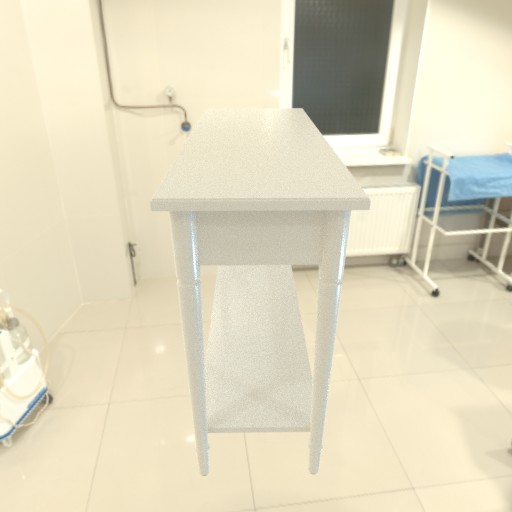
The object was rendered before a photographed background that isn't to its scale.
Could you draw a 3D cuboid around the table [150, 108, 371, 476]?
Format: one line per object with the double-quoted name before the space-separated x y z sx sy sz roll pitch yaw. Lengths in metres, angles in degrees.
"table" 0.000 0.000 1.406 0.381 0.749 1.067 0 26 -1
